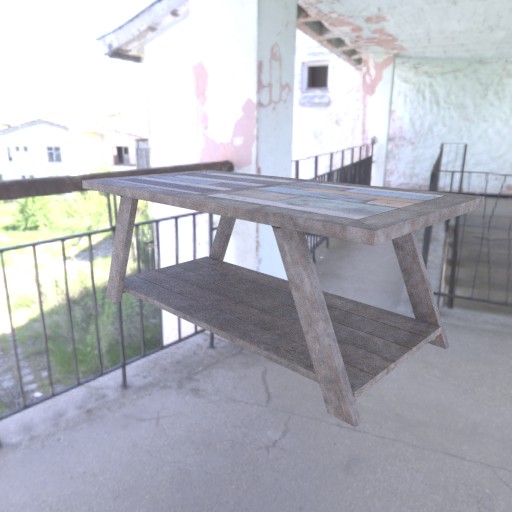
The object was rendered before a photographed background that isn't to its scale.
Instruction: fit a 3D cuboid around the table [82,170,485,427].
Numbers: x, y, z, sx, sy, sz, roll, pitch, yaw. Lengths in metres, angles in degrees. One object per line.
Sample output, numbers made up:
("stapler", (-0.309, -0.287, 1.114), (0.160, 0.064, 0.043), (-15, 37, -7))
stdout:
("table", (0.000, 0.000, 1.522), (1.219, 0.470, 0.610), (15, 22, 42))
